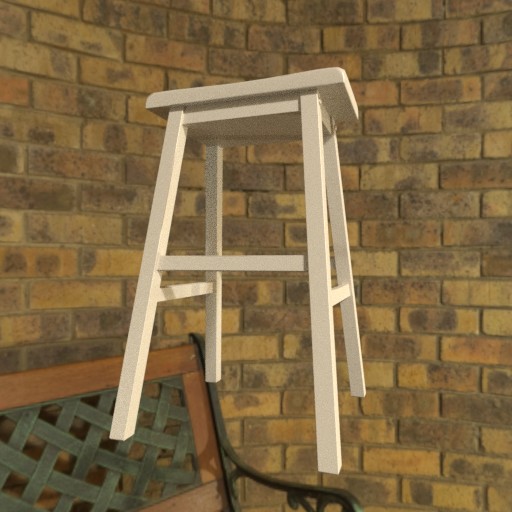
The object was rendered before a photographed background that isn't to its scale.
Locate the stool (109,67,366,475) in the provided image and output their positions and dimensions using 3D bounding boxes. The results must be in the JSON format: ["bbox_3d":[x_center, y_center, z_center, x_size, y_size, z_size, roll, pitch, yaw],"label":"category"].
[{"bbox_3d":[0.000,0.000,1.041,0.457,0.737,0.476,0,-1,19],"label":"stool"}]
